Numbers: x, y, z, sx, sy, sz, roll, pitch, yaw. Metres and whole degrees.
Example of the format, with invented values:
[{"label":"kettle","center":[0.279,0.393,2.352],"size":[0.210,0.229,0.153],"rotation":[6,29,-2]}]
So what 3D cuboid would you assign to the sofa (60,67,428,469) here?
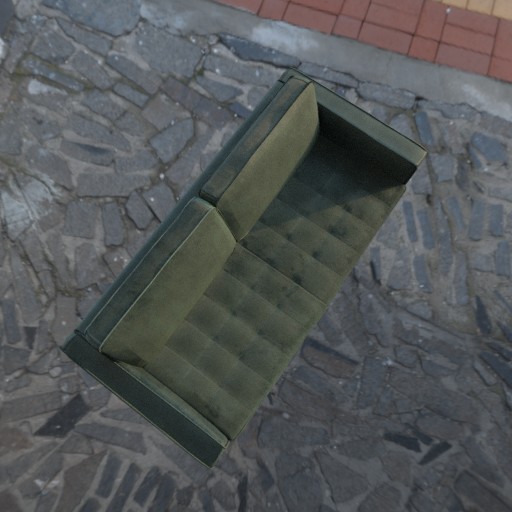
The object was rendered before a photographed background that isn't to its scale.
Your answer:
[{"label":"sofa","center":[0.000,0.000,2.255],"size":[0.886,0.781,1.816],"rotation":[35,78,8]}]
